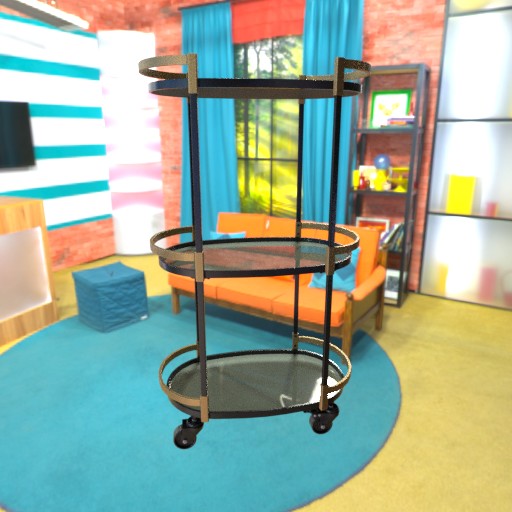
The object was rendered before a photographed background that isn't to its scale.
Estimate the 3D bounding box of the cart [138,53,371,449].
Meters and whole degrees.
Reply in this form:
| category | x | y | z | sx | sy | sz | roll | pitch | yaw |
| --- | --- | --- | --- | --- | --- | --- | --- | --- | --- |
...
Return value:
| category | x | y | z | sx | sy | sz | roll | pitch | yaw |
| --- | --- | --- | --- | --- | --- | --- | --- | --- | --- |
| cart | 0.000 | 0.000 | 1.114 | 0.515 | 0.885 | 0.311 | -3 | 16 | -9 |
